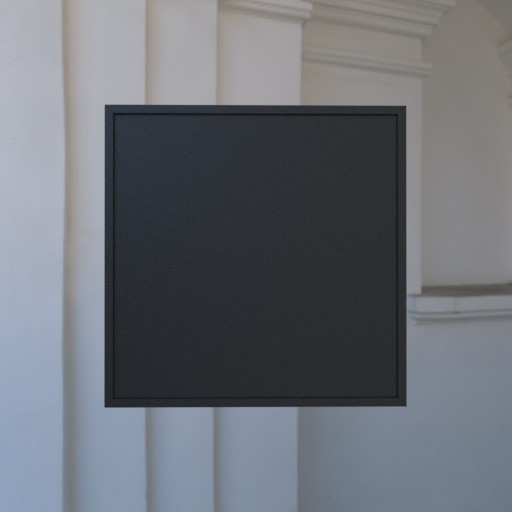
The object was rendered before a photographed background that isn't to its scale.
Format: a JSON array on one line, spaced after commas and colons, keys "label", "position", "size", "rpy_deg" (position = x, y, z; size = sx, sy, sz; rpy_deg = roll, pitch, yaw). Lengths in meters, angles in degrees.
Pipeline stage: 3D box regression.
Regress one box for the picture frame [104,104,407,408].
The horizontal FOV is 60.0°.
[{"label": "picture frame", "position": [0.000, 0.000, 1.153], "size": [0.775, 0.775, 0.032], "rpy_deg": [0, 0, -1]}]
